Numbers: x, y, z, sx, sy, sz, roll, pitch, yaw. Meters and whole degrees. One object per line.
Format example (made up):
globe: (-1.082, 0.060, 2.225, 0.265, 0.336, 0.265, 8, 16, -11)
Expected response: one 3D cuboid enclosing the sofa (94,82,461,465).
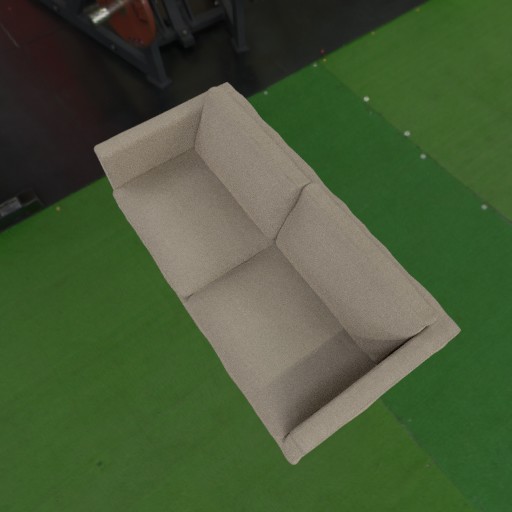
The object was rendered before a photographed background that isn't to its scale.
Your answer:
sofa: (0.000, 0.000, 2.516, 0.956, 0.847, 1.987, -32, 67, -15)
